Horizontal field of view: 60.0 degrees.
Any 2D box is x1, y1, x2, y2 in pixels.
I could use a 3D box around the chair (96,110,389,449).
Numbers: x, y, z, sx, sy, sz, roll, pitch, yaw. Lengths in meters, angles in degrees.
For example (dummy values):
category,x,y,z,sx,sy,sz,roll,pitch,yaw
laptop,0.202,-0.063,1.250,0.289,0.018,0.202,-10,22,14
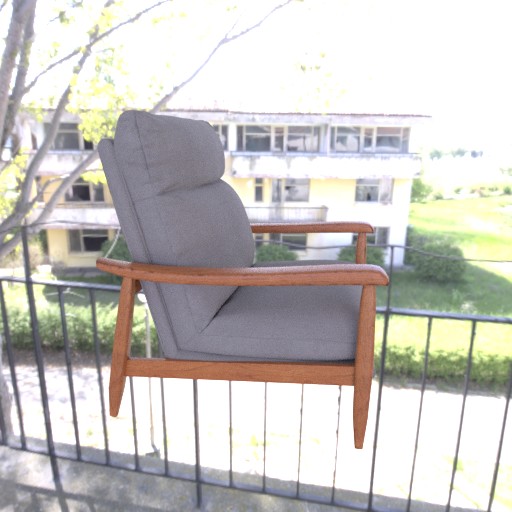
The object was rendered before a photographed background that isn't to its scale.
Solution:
category,x,y,z,sx,sy,sz,roll,pitch,yaw
chair,0.000,0.000,1.518,0.816,0.922,0.782,3,15,11
